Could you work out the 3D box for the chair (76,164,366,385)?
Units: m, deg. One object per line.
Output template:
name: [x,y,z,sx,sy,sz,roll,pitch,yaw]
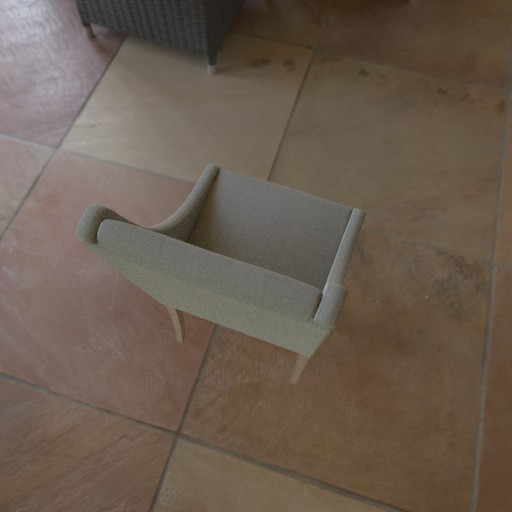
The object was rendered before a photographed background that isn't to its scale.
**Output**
chair: [0.000,0.000,1.377,0.575,1.021,0.611,18,66,9]
